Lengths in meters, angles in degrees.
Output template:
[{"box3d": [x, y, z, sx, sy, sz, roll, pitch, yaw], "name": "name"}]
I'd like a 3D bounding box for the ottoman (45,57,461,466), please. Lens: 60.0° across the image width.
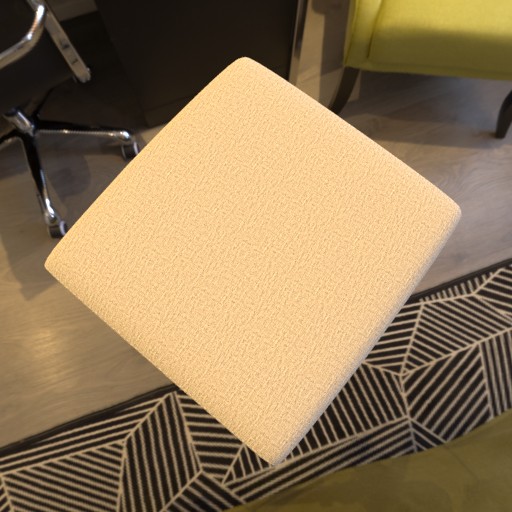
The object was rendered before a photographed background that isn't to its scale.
[{"box3d": [0.000, 0.000, 1.067, 0.649, 0.398, 0.650, 38, 79, 9], "name": "ottoman"}]
